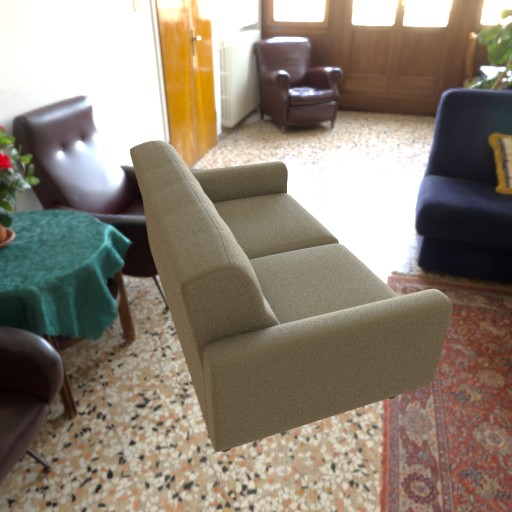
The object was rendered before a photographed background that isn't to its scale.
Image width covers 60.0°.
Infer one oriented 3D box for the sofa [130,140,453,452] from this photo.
[{"bbox_3d":[0.000,0.000,2.217,0.980,0.892,1.655,-11,33,-17],"label":"sofa"}]
